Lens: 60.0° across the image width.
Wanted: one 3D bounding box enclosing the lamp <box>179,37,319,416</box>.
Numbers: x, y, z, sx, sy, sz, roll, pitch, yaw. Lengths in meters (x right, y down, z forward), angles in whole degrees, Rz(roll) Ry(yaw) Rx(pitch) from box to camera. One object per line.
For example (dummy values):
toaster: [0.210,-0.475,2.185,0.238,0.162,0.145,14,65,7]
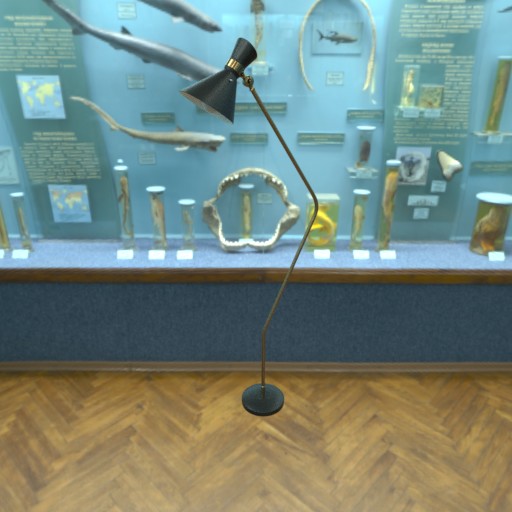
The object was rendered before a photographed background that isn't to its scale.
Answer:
lamp: [0.000,0.000,1.625,0.467,1.438,0.277,1,24,1]
